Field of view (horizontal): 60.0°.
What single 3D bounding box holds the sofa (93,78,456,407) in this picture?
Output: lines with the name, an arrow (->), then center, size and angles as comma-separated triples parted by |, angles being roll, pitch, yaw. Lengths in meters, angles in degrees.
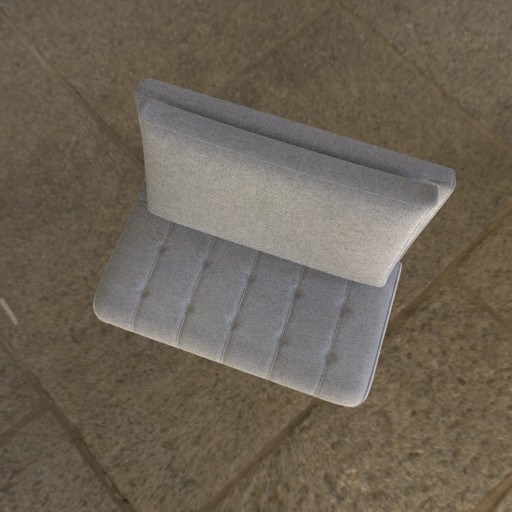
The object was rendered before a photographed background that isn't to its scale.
sofa -> 0.000, 0.000, 1.847 | 1.220, 0.910, 0.910 | 18, 75, 5
